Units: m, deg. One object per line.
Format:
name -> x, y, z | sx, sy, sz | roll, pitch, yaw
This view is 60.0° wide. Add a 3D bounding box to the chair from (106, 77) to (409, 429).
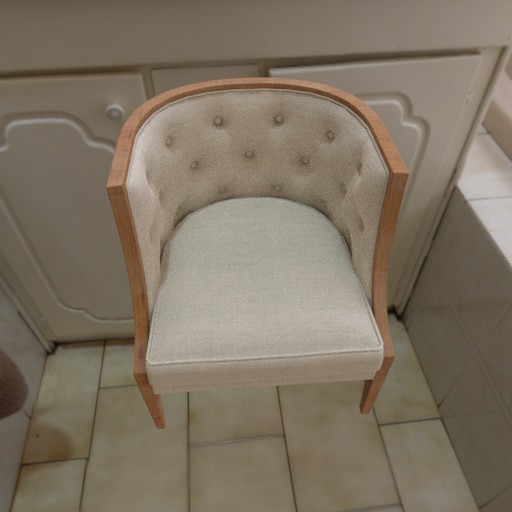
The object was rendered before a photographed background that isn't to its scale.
chair -> 0.000, 0.000, 1.359 | 0.711, 0.775, 0.757 | -3, 47, -3
